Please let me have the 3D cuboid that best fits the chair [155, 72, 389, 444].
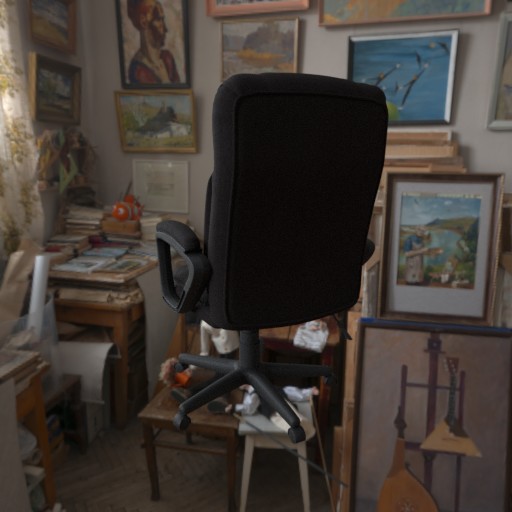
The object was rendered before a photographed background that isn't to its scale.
[{"bbox_3d":[0.000,0.000,1.547,0.667,1.105,0.724,-7,15,-26],"label":"chair"}]
